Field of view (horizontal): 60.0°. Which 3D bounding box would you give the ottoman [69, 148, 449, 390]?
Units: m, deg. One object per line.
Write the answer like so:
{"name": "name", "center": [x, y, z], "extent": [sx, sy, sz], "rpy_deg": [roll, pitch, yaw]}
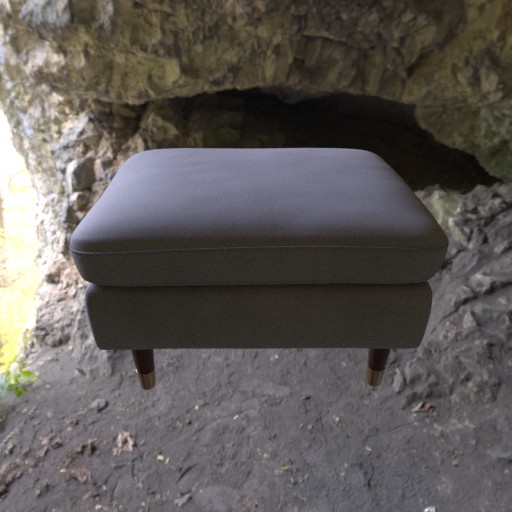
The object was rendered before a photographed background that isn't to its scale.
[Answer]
{"name": "ottoman", "center": [0.000, 0.000, 1.146], "extent": [0.747, 0.478, 0.593], "rpy_deg": [-1, 30, -1]}
